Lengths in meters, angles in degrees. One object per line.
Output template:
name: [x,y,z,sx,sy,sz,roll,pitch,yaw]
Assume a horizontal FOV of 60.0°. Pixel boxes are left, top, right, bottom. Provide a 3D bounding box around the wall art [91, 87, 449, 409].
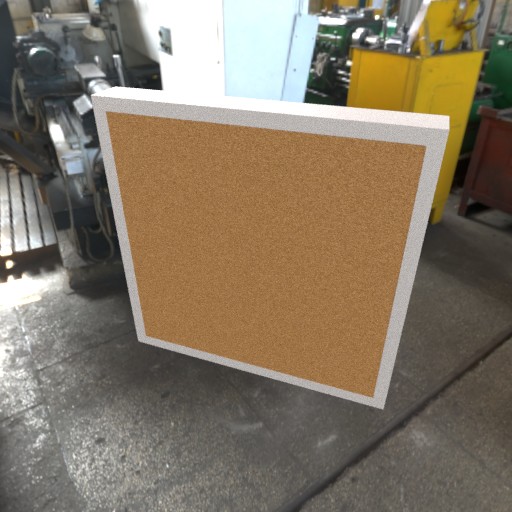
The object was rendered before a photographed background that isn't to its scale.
wall art: [0.000,0.000,0.453,0.305,0.302,0.038,11,34,17]
